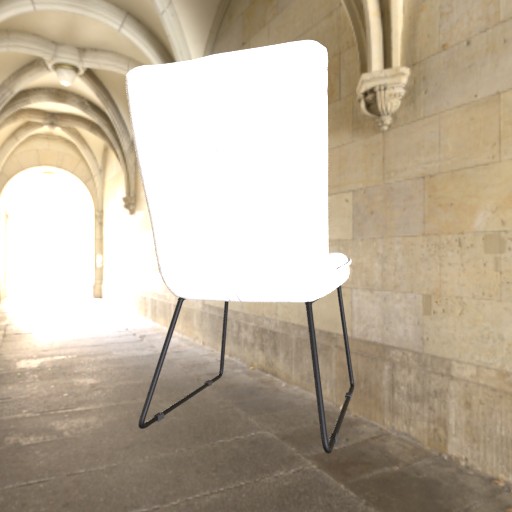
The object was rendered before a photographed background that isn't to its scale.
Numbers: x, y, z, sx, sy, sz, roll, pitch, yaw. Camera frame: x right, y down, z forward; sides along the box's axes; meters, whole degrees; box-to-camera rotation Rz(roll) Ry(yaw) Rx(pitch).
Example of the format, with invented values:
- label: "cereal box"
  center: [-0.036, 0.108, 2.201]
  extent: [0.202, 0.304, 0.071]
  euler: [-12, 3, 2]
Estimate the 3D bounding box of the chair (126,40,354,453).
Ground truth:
- label: "chair"
  center: [0.000, 0.000, 1.317]
  extent: [0.515, 0.930, 0.688]
  euler: [0, -1, 18]
